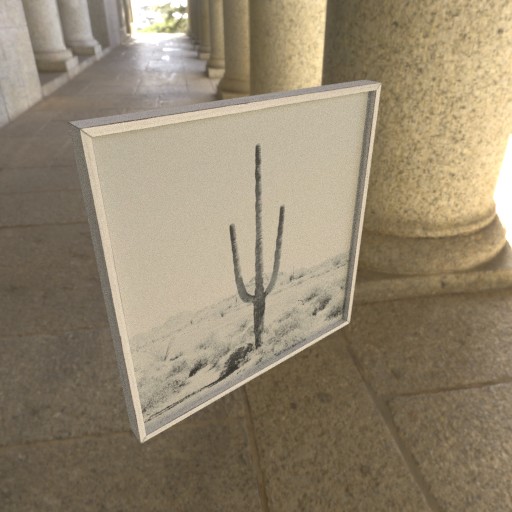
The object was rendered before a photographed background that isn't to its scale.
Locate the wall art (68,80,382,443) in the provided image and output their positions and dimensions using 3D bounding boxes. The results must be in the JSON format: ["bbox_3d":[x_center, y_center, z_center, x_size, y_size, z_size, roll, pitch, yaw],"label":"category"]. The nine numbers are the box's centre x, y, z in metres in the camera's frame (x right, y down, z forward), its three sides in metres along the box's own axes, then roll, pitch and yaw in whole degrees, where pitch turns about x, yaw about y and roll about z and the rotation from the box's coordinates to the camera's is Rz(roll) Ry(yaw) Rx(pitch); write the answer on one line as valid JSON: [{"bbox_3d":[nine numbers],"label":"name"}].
[{"bbox_3d":[0.000,0.000,0.746,0.508,0.508,0.038,-21,36,-33],"label":"wall art"}]
